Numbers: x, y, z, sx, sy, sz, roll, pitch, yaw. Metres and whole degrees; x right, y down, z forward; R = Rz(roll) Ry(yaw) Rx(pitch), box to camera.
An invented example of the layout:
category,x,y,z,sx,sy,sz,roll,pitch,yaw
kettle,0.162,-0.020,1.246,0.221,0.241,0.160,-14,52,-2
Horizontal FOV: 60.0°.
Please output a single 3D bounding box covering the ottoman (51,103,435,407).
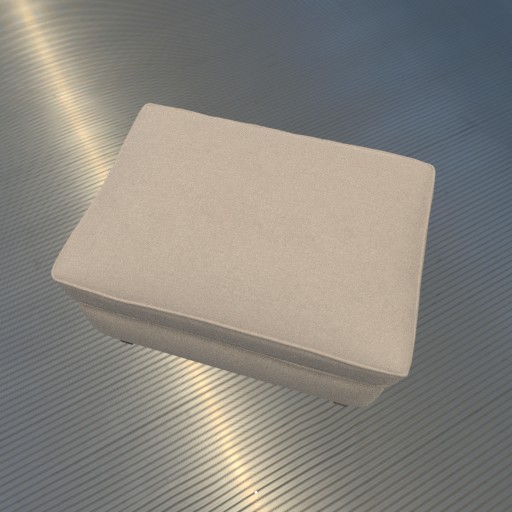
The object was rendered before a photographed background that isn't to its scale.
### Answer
category,x,y,z,sx,sy,sz,roll,pitch,yaw
ottoman,0.000,0.000,0.997,0.665,0.456,0.501,14,63,7
